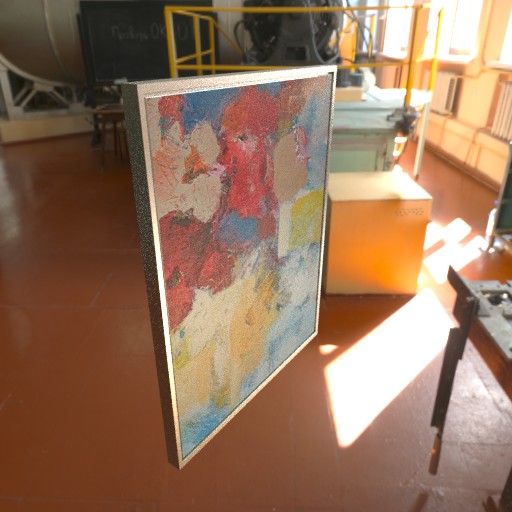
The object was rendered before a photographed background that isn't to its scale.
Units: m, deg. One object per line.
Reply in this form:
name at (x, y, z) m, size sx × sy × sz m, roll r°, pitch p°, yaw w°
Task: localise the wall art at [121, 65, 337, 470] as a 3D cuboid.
wall art at (0.000, 0.000, 0.741) m, size 0.025 × 0.569 × 0.444 m, roll 18°, pitch 31°, yaw 32°
